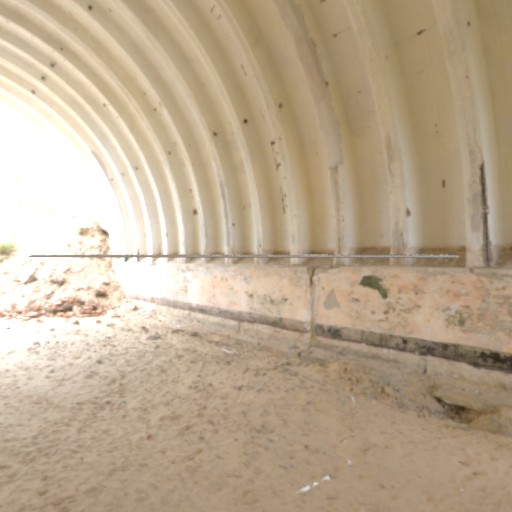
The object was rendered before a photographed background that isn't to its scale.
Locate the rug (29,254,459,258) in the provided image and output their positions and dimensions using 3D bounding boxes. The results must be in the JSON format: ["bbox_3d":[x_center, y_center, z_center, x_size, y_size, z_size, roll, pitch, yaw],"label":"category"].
[{"bbox_3d":[0.000,0.000,3.519,2.746,0.018,1.819,0,0,18],"label":"rug"}]
